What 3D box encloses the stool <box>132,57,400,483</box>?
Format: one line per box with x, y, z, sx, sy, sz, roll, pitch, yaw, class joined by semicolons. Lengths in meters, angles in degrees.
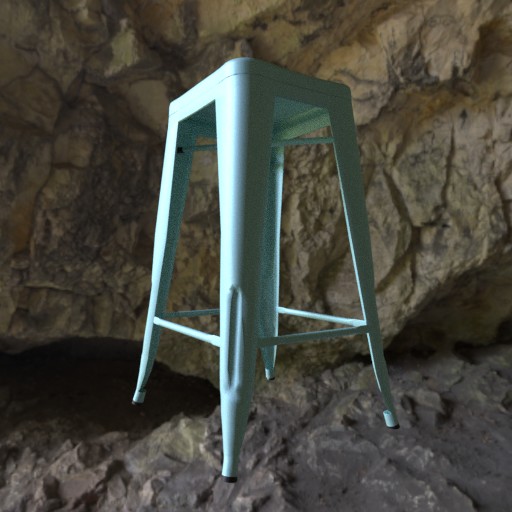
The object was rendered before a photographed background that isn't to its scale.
0.000;0.000;0.847;0.359;0.609;0.399;0;0;-34;stool
